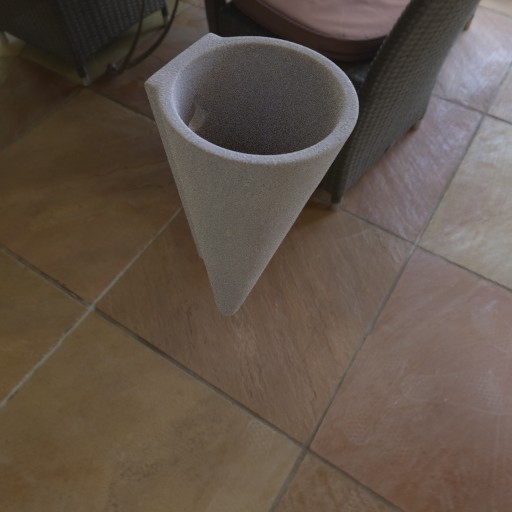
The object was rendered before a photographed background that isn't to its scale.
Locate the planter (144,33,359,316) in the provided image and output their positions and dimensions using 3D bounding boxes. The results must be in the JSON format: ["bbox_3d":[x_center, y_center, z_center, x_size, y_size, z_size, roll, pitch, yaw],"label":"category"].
[{"bbox_3d":[0.000,0.000,0.294,0.087,0.259,0.078,31,64,18],"label":"planter"}]
